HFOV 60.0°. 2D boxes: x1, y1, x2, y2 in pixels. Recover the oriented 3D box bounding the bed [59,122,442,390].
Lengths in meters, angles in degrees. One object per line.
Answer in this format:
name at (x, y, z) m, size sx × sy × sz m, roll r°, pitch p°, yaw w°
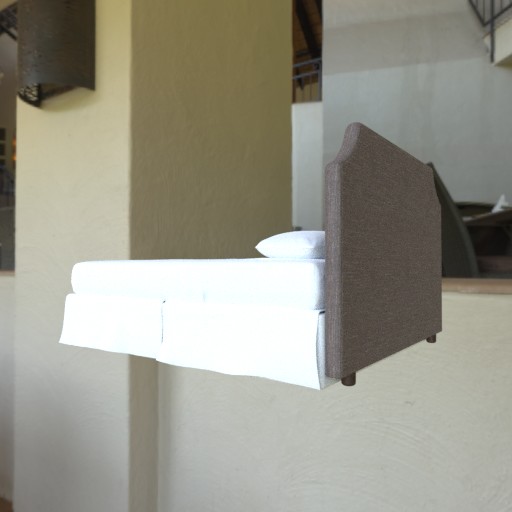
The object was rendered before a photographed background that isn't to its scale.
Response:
bed at (0.000, 0.000, 4.149) m, size 2.773 × 1.590 × 2.350 m, roll -1°, pitch -1°, yaw 36°
